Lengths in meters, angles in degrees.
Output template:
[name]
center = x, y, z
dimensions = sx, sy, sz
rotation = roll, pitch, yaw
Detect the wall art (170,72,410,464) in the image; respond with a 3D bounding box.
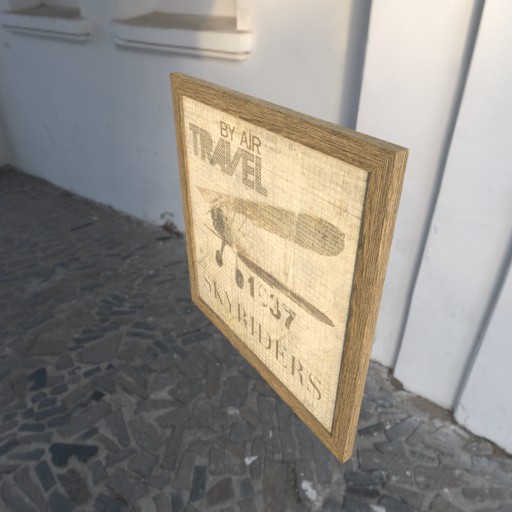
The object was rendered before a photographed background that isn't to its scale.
[wall art]
center = 0.000, 0.000, 0.747
dimensions = 0.019, 0.508, 0.508
rotation = -20, 38, -29
